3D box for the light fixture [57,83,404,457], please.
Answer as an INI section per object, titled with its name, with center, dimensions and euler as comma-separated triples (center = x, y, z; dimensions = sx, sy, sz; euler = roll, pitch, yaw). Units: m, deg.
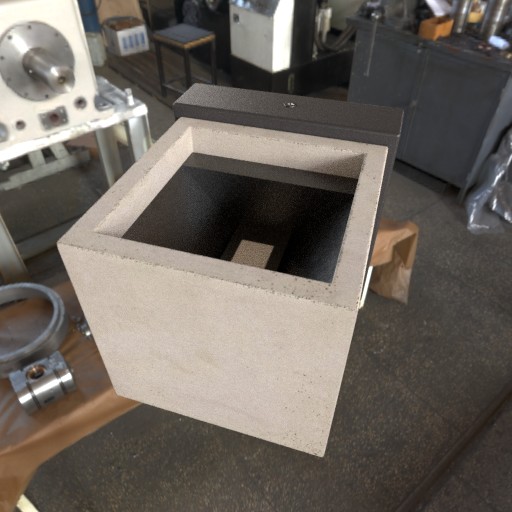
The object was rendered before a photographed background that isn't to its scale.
[light fixture]
center = 0.000, 0.000, 0.238
dimensions = 0.121, 0.121, 0.143
euler = 12, 44, 13
